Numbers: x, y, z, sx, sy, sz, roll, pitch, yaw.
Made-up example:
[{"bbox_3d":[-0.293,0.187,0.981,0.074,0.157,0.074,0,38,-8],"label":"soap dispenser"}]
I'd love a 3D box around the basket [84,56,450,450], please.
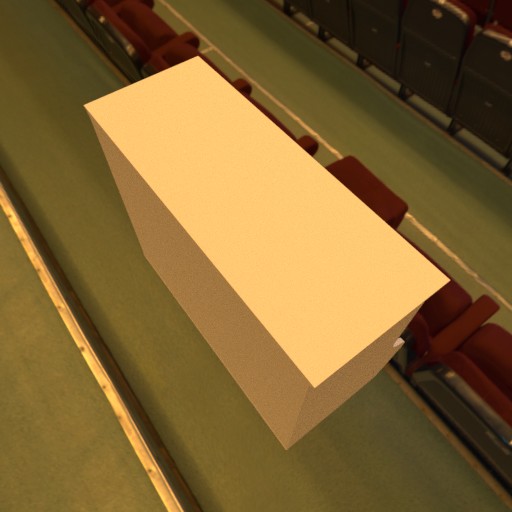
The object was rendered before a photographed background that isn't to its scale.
[{"bbox_3d":[0.000,0.000,1.153,0.376,0.625,0.792,-32,63,-19],"label":"basket"}]
